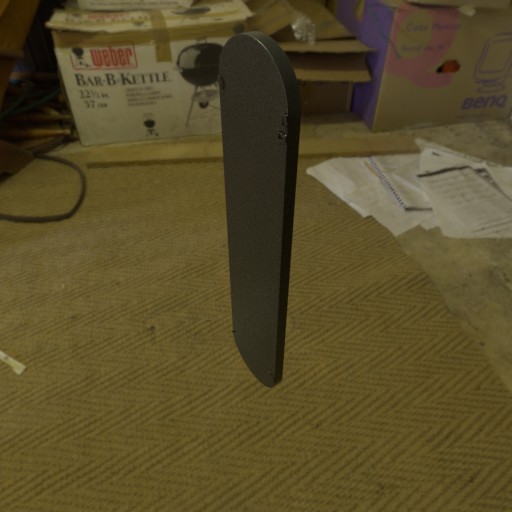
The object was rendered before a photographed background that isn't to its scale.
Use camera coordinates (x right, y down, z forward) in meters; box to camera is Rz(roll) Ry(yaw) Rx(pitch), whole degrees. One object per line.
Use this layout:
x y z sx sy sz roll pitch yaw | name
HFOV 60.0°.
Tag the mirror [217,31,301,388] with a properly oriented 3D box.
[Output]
0.000 0.000 1.067 0.032 0.991 0.222 -25 48 -25 | mirror
